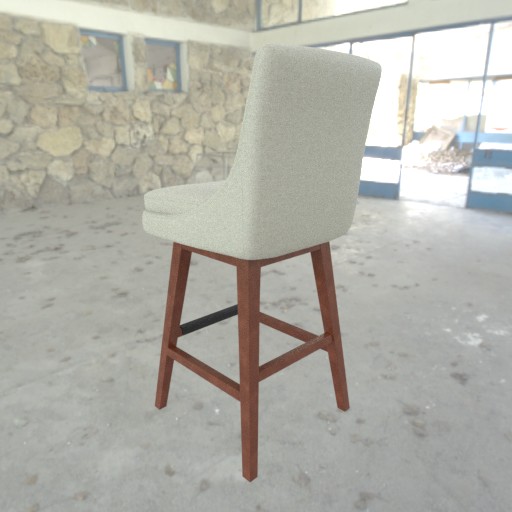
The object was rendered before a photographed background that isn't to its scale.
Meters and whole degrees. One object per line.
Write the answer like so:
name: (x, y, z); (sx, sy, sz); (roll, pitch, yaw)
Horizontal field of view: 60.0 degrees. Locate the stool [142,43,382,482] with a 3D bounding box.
stool: (0.000, 0.000, 1.350); (0.470, 1.092, 0.559); (-16, 23, -42)
